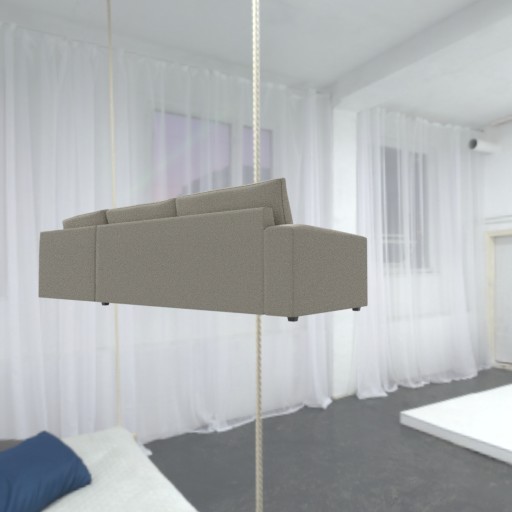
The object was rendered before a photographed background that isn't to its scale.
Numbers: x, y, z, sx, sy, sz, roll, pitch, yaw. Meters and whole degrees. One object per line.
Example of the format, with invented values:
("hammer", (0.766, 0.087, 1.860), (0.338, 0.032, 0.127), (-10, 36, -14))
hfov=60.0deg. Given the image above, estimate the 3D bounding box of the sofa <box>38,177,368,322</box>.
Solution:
("sofa", (0.000, 0.000, 4.781), (3.066, 0.918, 3.206), (-1, -2, 38))
